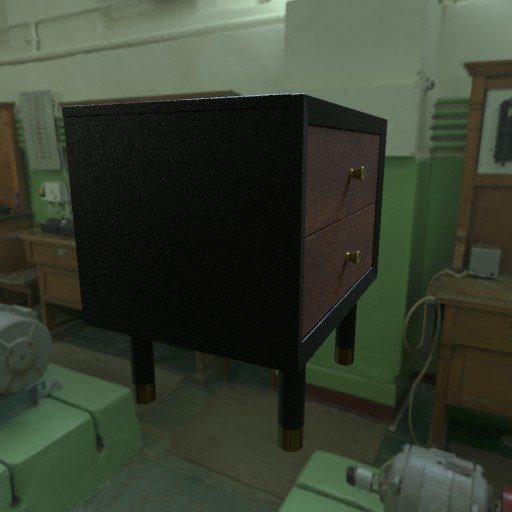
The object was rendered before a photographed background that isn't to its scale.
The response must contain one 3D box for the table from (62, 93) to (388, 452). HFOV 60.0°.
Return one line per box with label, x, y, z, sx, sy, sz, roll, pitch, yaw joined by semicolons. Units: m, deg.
table;0.000;0.000;0.954;0.441;0.584;0.564;7;15;26
